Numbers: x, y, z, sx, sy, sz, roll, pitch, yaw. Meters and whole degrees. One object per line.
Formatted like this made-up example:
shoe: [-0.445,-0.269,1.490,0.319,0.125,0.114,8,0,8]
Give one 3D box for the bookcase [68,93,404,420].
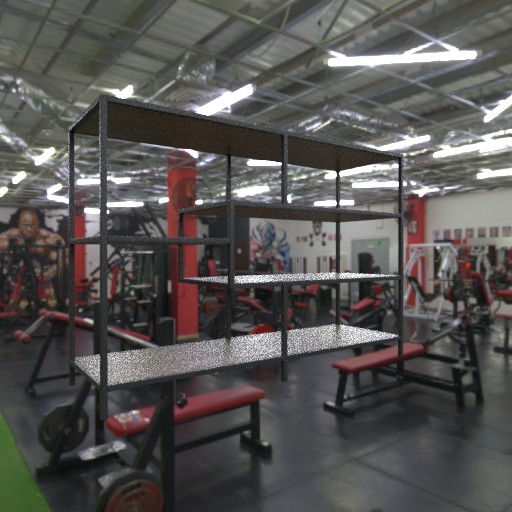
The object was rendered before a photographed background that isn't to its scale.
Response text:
bookcase: [0.000,0.000,1.523,1.140,0.780,0.350,0,0,-35]
